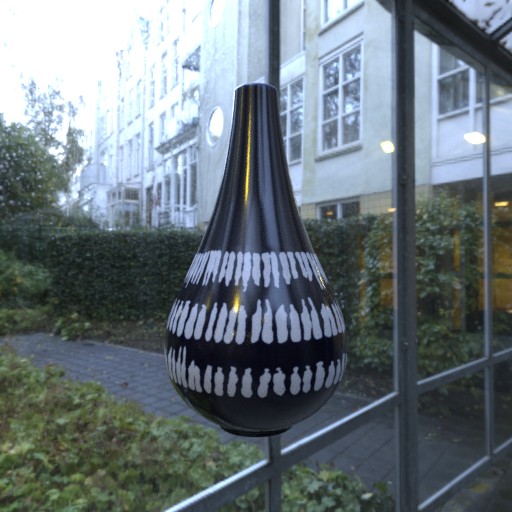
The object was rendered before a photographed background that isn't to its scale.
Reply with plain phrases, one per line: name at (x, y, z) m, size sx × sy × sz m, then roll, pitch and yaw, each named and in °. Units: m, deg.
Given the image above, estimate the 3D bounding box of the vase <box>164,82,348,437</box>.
vase at (0.000, 0.000, 0.393) m, size 0.159 × 0.295 × 0.159 m, roll 0°, pitch -1°, yaw 0°
